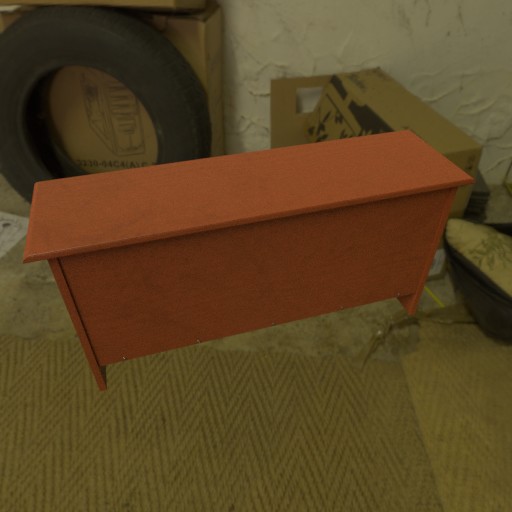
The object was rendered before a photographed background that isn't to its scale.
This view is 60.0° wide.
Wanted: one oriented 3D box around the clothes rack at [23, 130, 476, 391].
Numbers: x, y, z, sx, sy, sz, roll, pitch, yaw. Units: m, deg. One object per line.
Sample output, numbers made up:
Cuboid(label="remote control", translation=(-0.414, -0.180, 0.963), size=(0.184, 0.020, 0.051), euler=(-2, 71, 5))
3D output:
Cuboid(label="clothes rack", translation=(0.000, 0.000, 1.490), size=(1.251, 0.594, 0.362), euler=(-11, 42, -13))
